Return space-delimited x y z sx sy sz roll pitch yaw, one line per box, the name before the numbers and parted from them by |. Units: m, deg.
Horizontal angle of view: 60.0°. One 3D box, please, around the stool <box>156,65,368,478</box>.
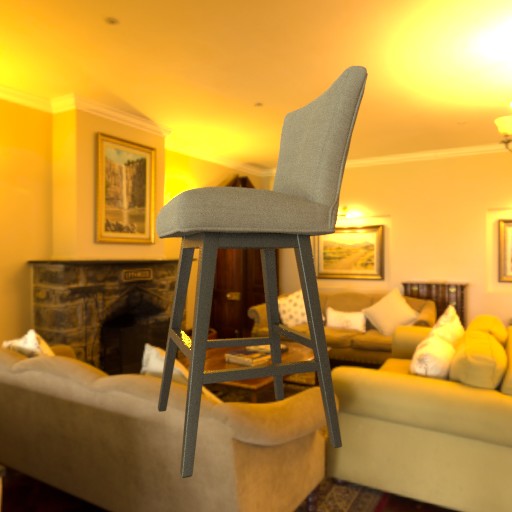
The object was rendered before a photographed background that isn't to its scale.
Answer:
stool | 0.000 0.000 1.411 0.574 1.086 0.514 0 0 -19
